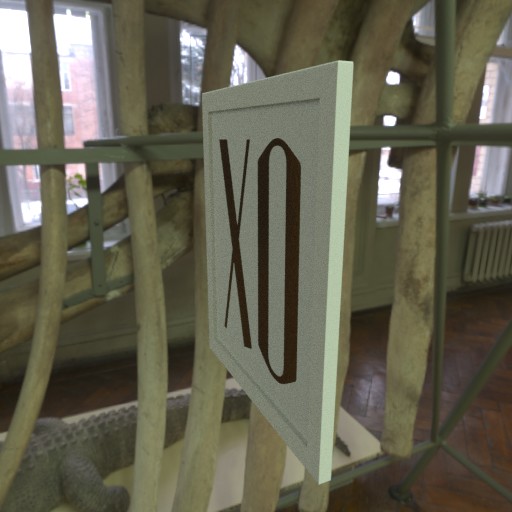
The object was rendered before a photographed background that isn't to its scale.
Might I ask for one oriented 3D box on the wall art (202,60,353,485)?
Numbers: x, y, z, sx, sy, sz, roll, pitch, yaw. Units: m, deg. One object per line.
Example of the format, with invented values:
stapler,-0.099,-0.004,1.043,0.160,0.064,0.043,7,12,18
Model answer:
wall art,0.000,0.000,0.731,0.020,0.536,0.444,-7,17,-24
